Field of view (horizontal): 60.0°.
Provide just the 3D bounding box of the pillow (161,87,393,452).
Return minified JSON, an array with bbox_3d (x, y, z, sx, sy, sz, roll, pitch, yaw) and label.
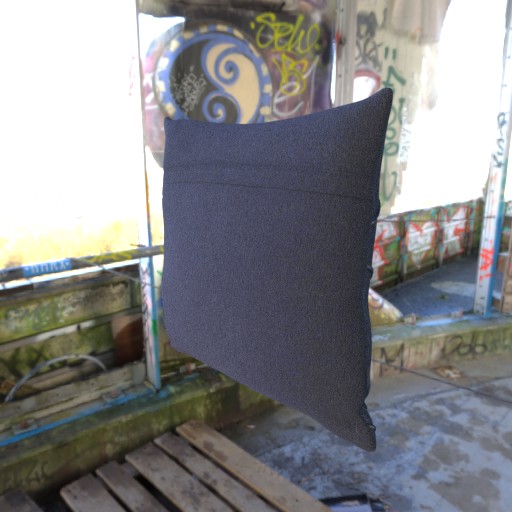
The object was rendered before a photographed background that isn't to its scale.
[{"bbox_3d":[0.000,0.000,0.669,0.439,0.440,0.183,12,18,43],"label":"pillow"}]
